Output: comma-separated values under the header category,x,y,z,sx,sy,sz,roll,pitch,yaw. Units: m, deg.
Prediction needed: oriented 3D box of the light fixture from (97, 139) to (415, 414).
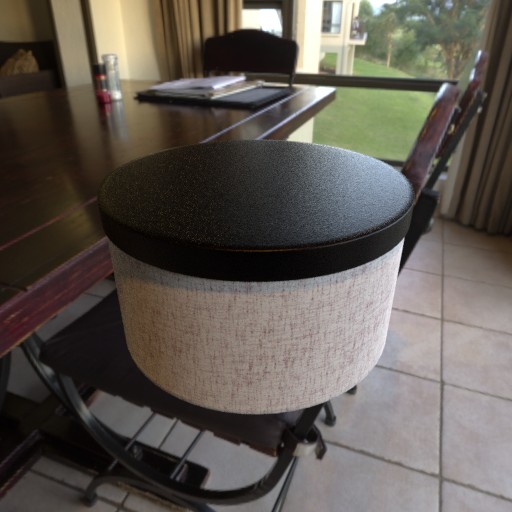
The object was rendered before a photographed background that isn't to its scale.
category,x,y,z,sx,sy,sz,roll,pitch,yaw
light fixture,0.000,0.000,0.623,0.389,0.229,0.389,0,29,0
